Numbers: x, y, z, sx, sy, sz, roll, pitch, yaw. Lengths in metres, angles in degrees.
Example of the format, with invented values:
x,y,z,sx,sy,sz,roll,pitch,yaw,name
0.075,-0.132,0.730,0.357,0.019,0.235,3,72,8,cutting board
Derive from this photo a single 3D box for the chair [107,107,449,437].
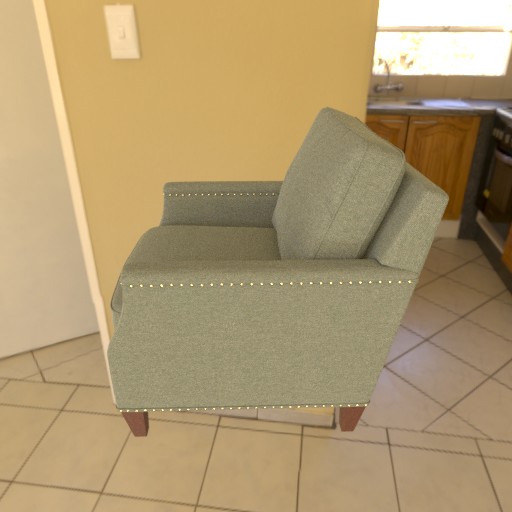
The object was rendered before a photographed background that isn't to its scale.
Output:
x,y,z,sx,sy,sz,roll,pitch,yaw,name
0.000,0.000,1.738,1.031,1.031,0.885,-1,27,-2,chair
